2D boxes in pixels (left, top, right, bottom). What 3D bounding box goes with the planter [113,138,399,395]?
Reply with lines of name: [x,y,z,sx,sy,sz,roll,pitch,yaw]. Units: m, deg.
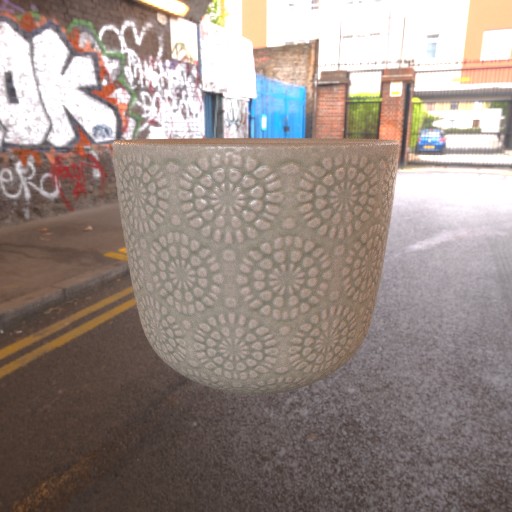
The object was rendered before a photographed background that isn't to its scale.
planter: [0.000,0.000,0.215,0.124,0.109,0.124,0,16,0]
